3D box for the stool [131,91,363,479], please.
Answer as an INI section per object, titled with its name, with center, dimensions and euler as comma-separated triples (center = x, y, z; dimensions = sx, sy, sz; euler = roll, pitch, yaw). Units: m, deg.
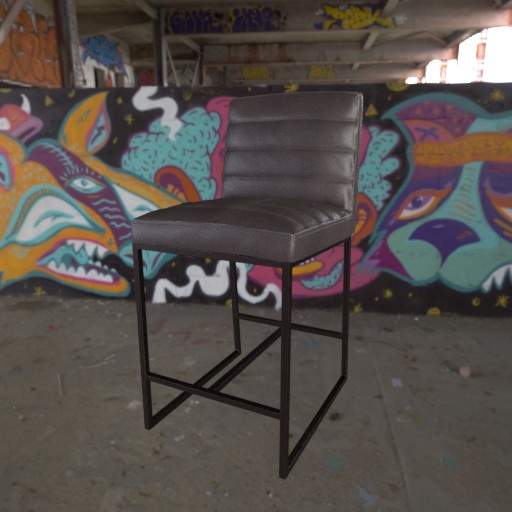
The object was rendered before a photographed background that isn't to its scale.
[stool]
center = 0.000, 0.000, 1.285
dimensions = 0.463, 0.946, 0.562
euler = 7, 16, 26
